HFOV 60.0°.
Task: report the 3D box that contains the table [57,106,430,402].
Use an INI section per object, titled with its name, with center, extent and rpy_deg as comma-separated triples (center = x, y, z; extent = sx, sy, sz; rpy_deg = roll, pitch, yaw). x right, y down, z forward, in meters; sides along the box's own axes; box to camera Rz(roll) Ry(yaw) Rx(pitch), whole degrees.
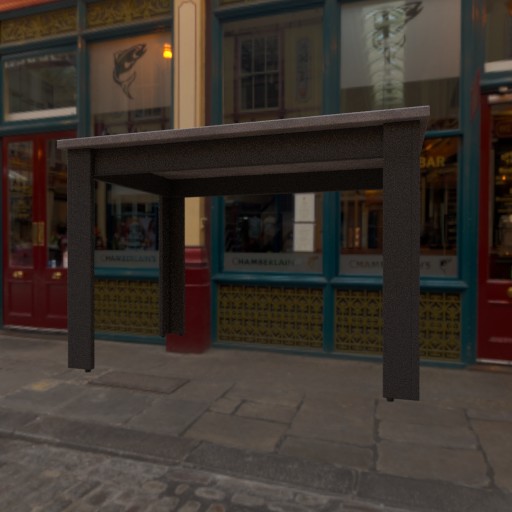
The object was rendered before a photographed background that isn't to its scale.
[table]
center = 0.000, 0.000, 1.572
extent = 1.100, 0.734, 0.700
rpy_deg = 0, 0, 17
